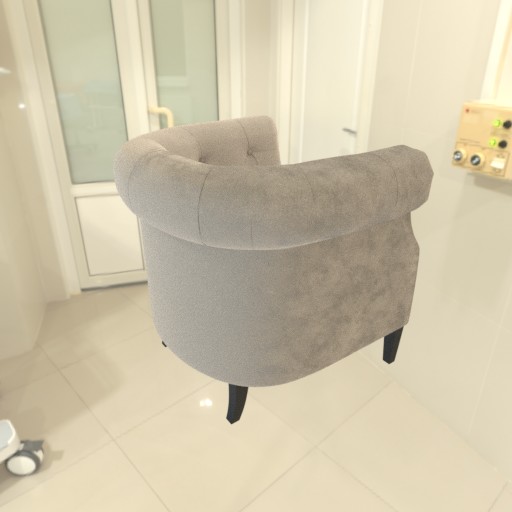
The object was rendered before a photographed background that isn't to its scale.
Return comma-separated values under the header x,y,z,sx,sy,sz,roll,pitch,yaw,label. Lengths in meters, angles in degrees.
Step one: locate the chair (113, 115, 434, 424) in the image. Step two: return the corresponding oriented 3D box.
x,y,z,sx,sy,sz,roll,pitch,yaw,label
0.000,0.000,1.559,0.851,0.826,0.904,-18,31,-32,chair
